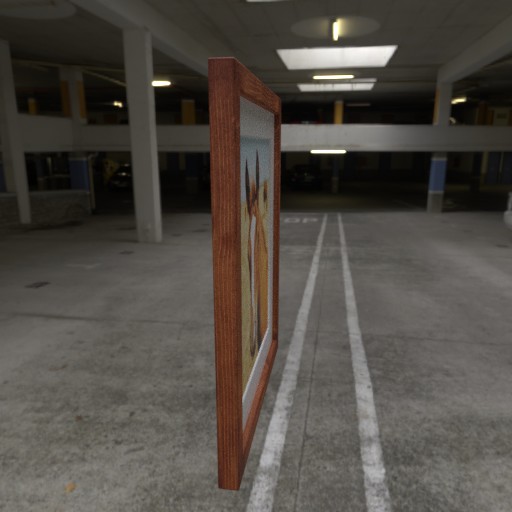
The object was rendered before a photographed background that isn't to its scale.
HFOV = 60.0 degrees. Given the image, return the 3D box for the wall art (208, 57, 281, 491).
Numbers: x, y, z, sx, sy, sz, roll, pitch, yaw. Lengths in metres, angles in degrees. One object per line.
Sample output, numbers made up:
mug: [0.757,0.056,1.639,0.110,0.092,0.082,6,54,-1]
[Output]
wall art: [0.000,0.000,0.770,0.030,0.558,0.462,2,14,9]
